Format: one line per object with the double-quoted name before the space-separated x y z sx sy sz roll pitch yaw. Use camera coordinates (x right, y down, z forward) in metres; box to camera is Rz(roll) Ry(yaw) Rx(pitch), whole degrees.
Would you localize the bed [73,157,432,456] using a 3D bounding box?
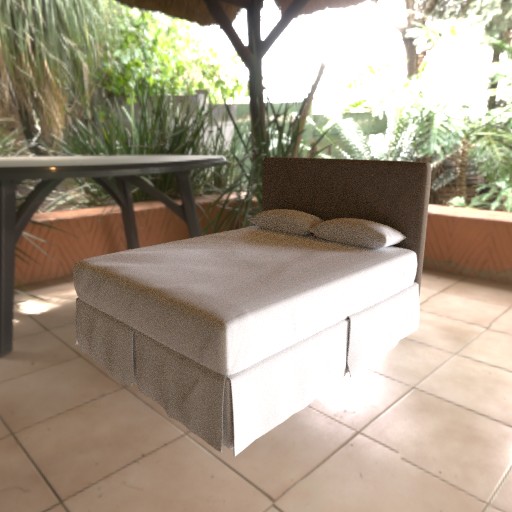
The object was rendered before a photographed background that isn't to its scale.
"bed" 0.000 0.000 3.228 1.723 1.330 2.142 14 20 42
